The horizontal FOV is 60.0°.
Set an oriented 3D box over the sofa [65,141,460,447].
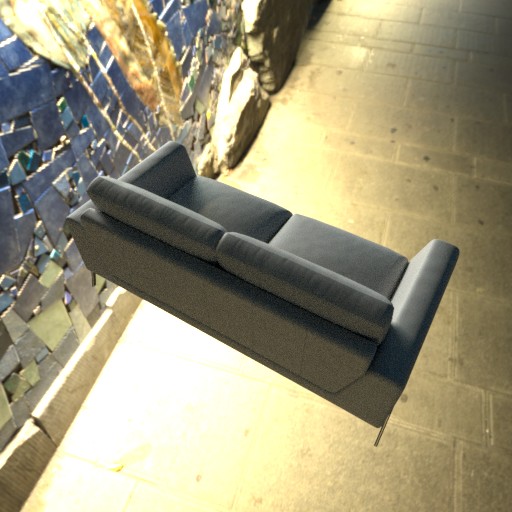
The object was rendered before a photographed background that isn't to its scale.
[{"bbox_3d":[0.000,0.000,2.571,2.017,0.875,0.953,24,52,21],"label":"sofa"}]
